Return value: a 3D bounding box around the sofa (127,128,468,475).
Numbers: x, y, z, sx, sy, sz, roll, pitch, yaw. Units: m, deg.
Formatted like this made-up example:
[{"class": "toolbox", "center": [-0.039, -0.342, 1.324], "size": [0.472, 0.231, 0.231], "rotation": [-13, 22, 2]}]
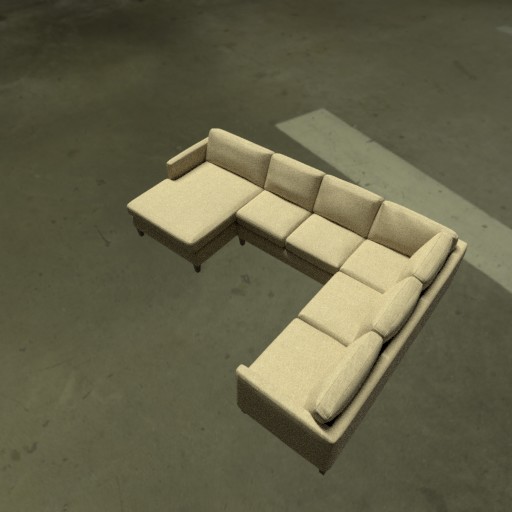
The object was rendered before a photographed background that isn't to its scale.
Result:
[{"class": "sofa", "center": [0.000, 0.000, 4.662], "size": [3.460, 0.959, 2.593], "rotation": [30, 53, 26]}]
